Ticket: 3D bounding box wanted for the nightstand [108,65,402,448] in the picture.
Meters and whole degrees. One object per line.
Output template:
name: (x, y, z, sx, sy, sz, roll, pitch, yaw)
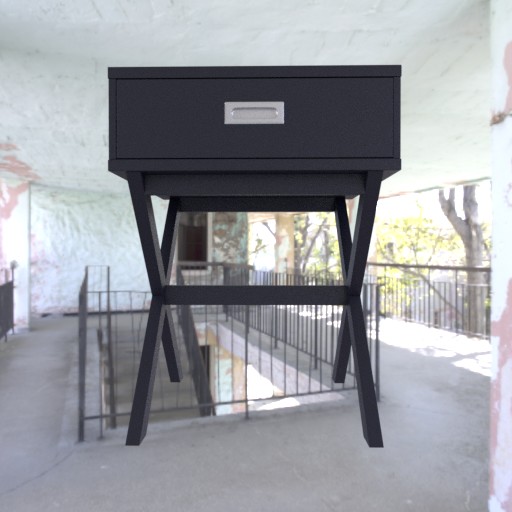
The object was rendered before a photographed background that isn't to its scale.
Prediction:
nightstand: (0.000, 0.000, 0.924, 0.479, 0.623, 0.402, 0, 0, 1)
